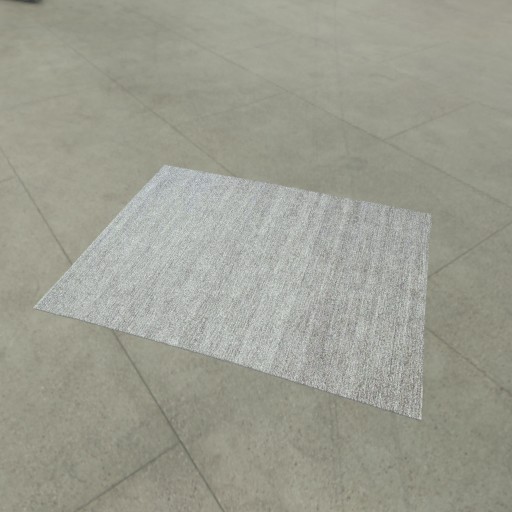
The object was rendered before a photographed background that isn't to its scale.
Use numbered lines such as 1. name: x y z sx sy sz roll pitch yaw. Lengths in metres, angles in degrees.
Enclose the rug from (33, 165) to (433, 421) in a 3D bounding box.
1. rug: 0.000 0.000 4.246 3.202 0.045 2.434 13 44 13
